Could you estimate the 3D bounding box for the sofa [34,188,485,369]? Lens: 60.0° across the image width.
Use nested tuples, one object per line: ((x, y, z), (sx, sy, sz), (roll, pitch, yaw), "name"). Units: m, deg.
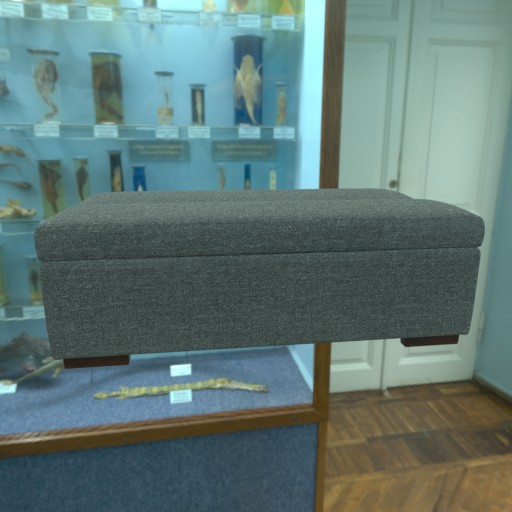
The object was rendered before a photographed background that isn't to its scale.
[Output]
((0.000, 0.000, 1.569), (1.198, 0.417, 0.782), (-2, 14, -8), "sofa")
